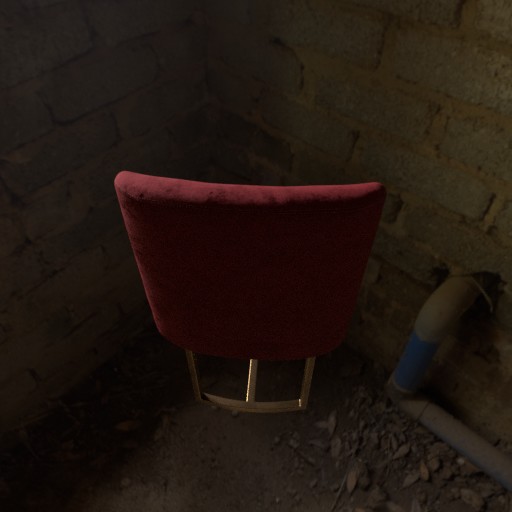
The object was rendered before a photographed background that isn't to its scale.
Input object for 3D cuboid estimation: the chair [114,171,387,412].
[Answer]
[{"bbox_3d":[0.000,0.000,1.208,0.530,0.824,0.560,3,47,3],"label":"chair"}]
